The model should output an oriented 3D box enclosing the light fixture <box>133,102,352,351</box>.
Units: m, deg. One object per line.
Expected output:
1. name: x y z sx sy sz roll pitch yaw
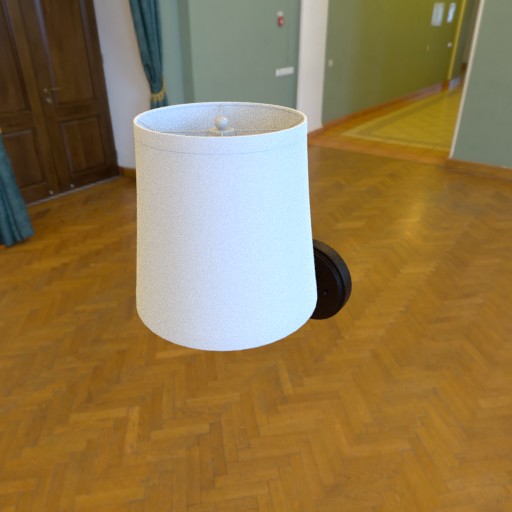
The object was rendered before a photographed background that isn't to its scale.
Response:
1. light fixture: 0.000 0.000 0.266 0.100 0.172 0.157 19 34 30
